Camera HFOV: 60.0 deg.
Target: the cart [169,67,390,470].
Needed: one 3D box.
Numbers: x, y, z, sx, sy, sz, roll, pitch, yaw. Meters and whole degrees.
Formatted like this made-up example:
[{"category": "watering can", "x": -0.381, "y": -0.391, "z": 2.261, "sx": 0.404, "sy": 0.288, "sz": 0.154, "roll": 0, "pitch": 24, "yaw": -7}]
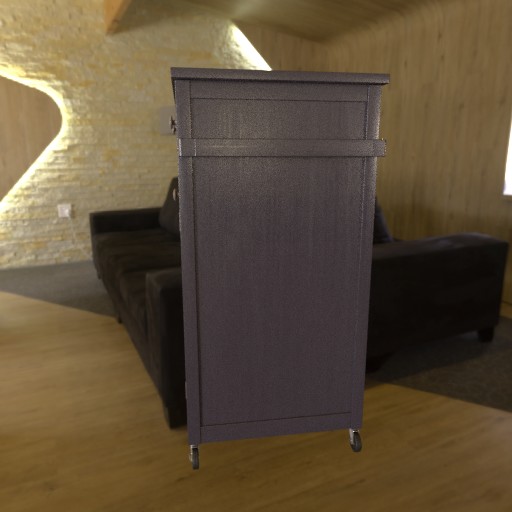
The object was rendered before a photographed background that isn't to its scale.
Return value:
[{"category": "cart", "x": 0.000, "y": 0.000, "z": 1.262, "sx": 0.449, "sy": 0.878, "sz": 0.690, "roll": -2, "pitch": 13, "yaw": -9}]
